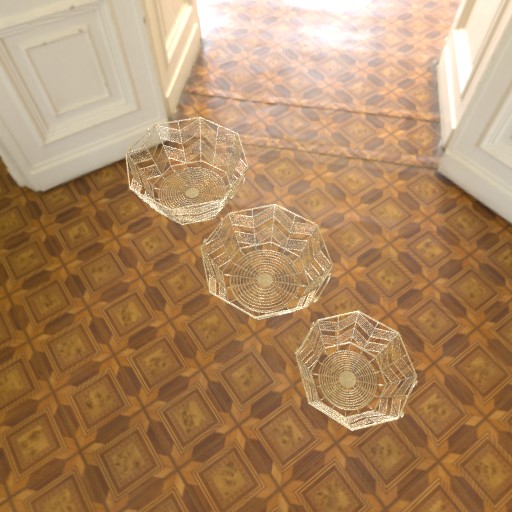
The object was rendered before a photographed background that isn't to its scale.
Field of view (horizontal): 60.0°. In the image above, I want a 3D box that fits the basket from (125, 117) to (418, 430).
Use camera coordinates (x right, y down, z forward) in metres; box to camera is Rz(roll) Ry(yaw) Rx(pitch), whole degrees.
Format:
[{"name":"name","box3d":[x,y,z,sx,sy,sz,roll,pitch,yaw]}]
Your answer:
[{"name":"basket","box3d":[0.000,0.000,1.415,0.432,0.178,1.246,-32,64,-18]}]
